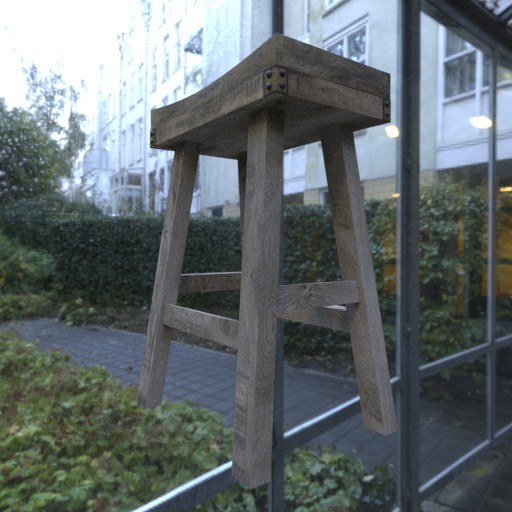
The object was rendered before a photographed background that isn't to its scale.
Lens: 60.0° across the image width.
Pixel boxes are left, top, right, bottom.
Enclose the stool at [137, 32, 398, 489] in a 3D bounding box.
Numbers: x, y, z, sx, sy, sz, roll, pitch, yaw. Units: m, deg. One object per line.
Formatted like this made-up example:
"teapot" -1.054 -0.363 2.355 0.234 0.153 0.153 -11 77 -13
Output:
"stool" 0.000 0.000 0.876 0.330 0.635 0.450 -1 2 -36
